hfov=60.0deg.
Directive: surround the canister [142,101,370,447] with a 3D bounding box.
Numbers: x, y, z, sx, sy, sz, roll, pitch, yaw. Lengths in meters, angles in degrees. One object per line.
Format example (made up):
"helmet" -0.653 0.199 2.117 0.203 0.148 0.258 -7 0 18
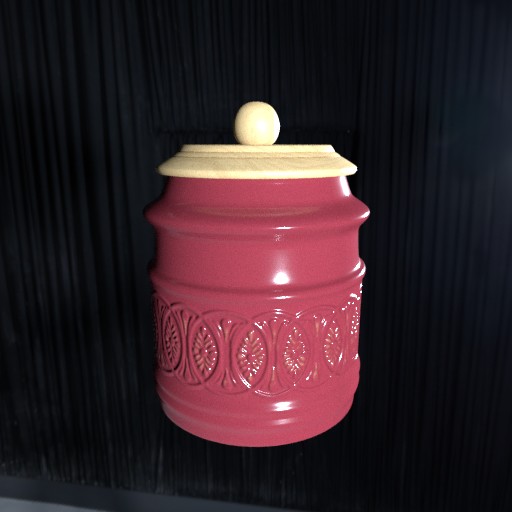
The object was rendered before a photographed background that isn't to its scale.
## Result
"canister" 0.000 0.000 0.268 0.130 0.176 0.130 0 14 0
